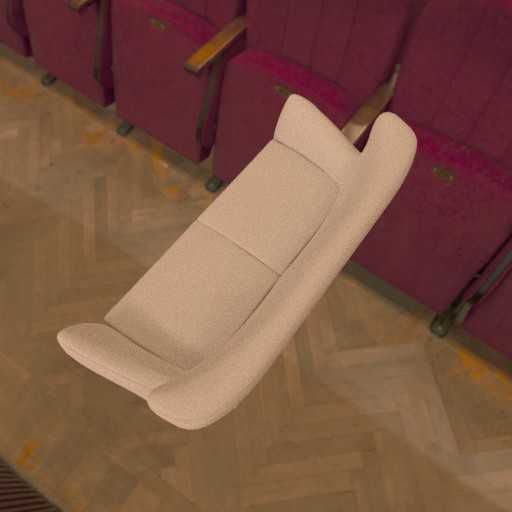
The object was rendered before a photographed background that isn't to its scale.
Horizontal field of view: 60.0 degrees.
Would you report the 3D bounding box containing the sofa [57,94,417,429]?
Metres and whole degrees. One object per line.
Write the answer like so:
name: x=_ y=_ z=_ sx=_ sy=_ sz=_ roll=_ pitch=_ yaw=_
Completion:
sofa: x=0.000 y=0.000 z=2.389 sx=0.899 sy=0.890 sz=1.930 roll=34 pitch=68 yaw=16
